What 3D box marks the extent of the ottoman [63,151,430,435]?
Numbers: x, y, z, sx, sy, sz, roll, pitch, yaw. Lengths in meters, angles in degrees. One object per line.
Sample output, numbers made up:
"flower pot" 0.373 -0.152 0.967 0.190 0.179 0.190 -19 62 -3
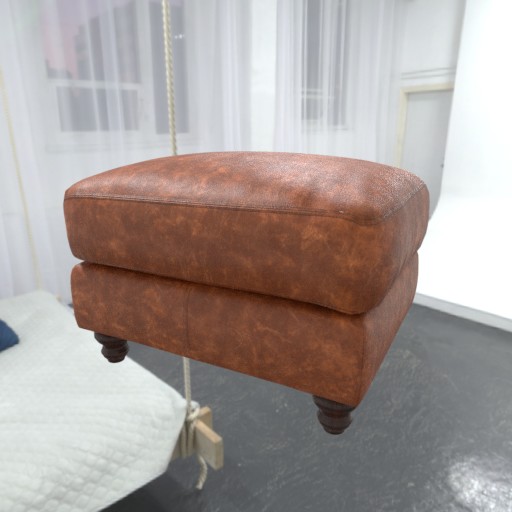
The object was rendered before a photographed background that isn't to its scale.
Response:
"ottoman" 0.000 0.000 1.228 0.832 0.562 0.657 8 18 27
